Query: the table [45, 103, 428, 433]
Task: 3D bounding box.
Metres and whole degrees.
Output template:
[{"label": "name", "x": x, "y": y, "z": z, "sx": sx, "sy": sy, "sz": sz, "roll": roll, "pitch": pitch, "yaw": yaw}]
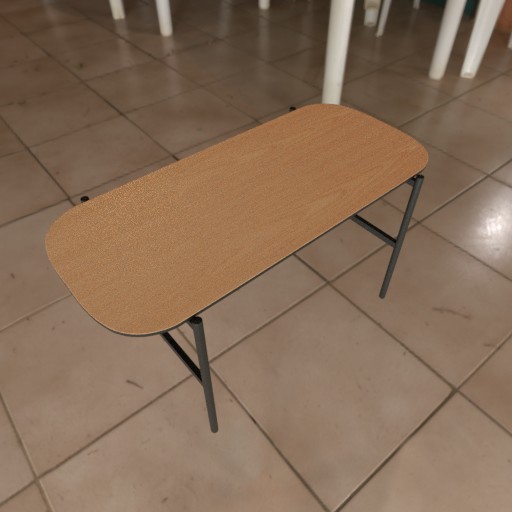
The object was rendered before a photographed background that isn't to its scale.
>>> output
[{"label": "table", "x": 0.000, "y": 0.000, "z": 1.036, "sx": 0.800, "sy": 0.400, "sz": 0.400, "roll": -31, "pitch": 53, "yaw": -27}]
